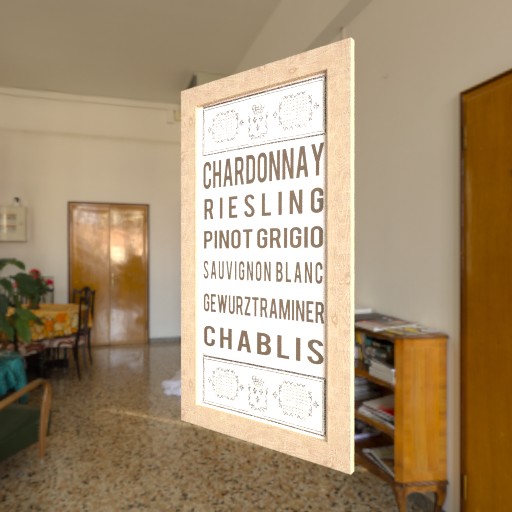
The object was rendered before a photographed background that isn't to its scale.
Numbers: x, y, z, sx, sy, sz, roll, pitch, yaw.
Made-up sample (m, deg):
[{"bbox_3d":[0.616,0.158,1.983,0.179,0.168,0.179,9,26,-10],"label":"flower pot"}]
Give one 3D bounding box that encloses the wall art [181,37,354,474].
[{"bbox_3d":[0.000,0.000,0.812,0.381,0.683,0.013,0,0,37],"label":"wall art"}]
